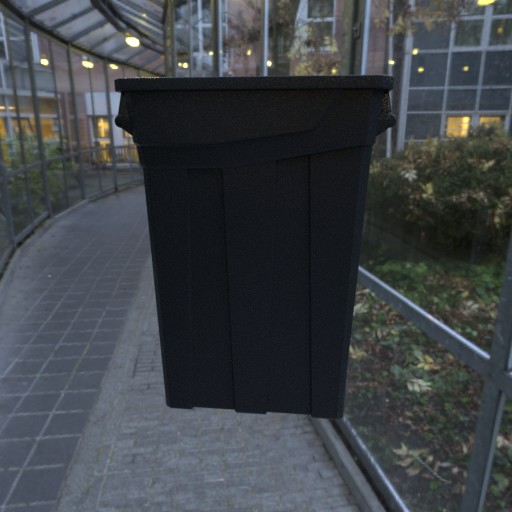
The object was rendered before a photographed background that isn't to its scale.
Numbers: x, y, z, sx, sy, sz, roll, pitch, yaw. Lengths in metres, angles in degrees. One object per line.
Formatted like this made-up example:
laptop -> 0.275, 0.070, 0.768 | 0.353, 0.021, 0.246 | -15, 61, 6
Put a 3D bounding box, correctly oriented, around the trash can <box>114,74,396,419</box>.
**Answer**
trash can -> 0.000, 0.000, 1.047 | 0.559, 0.762, 0.281 | 2, 16, 6
